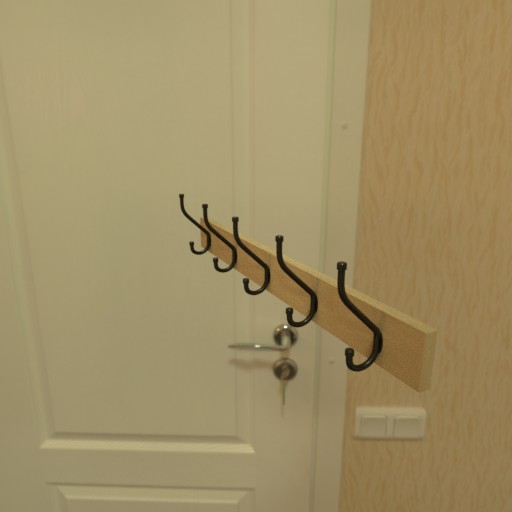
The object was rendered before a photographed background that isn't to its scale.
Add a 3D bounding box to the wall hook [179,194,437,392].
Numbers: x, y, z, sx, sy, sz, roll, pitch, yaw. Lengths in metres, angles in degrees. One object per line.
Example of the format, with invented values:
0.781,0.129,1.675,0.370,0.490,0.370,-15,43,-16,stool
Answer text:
0.000,0.000,0.622,0.071,0.117,0.571,-8,18,-26,wall hook
